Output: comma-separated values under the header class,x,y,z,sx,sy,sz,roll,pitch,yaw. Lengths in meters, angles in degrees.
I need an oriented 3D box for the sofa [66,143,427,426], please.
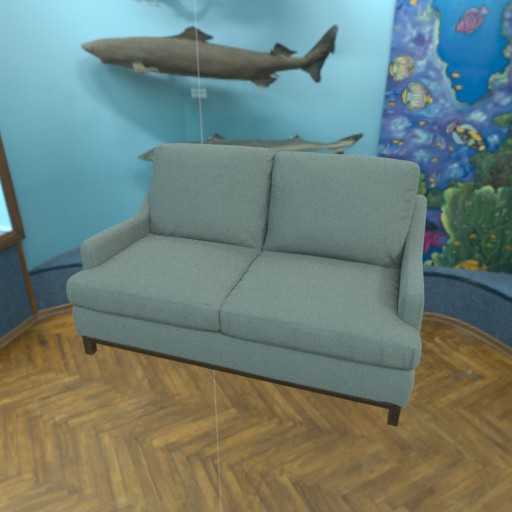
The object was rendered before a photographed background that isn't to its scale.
class,x,y,z,sx,sy,sz,roll,pitch,yaw
sofa,0.000,0.000,2.216,1.589,0.921,0.987,8,27,16
